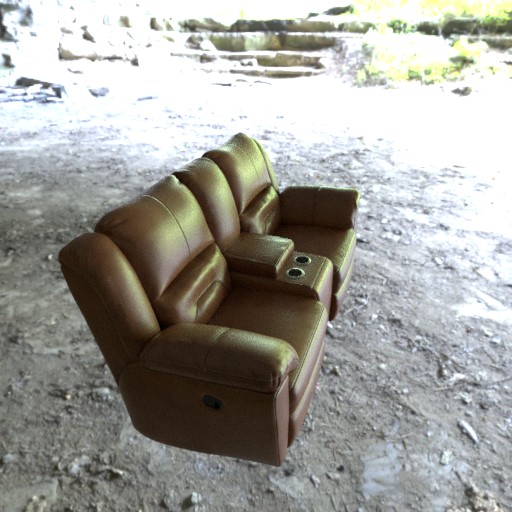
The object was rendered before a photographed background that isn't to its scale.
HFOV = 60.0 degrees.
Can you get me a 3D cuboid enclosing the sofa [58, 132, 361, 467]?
[{"bbox_3d":[0.000,0.000,2.574,0.991,1.043,2.058,10,30,17],"label":"sofa"}]
